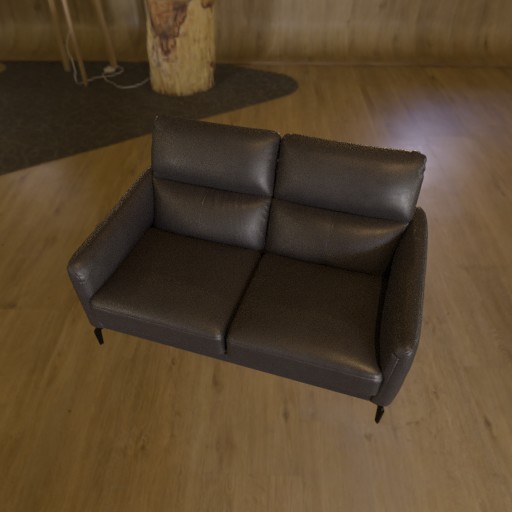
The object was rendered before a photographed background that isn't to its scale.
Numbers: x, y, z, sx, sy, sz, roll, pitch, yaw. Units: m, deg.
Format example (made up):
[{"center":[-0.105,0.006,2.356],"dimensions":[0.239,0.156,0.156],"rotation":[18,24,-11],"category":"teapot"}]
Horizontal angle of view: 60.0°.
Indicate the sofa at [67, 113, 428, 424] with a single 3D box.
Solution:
[{"center":[0.000,0.000,2.204],"dimensions":[1.596,0.920,0.958],"rotation":[12,44,13],"category":"sofa"}]
